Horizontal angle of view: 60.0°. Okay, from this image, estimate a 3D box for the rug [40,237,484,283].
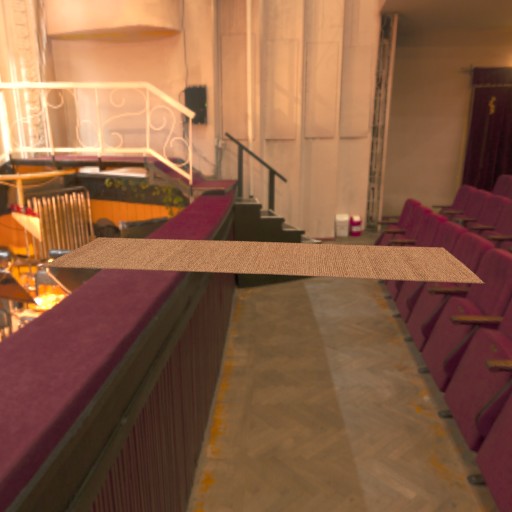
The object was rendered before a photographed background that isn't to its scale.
[{"bbox_3d":[0.000,0.000,2.696,2.390,0.014,0.741,2,15,7],"label":"rug"}]
